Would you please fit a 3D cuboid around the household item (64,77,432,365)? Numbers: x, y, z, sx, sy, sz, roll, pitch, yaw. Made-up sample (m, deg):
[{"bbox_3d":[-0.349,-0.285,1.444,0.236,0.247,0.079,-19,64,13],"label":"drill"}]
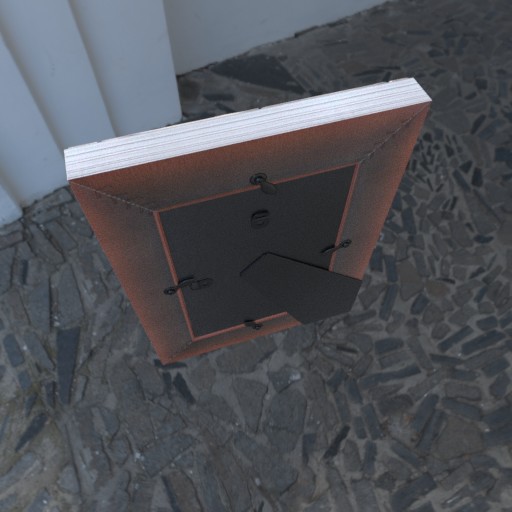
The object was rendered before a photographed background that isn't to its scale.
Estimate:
[{"bbox_3d":[0.000,0.000,0.287,0.165,0.216,0.025,-15,58,-10],"label":"household item"}]
